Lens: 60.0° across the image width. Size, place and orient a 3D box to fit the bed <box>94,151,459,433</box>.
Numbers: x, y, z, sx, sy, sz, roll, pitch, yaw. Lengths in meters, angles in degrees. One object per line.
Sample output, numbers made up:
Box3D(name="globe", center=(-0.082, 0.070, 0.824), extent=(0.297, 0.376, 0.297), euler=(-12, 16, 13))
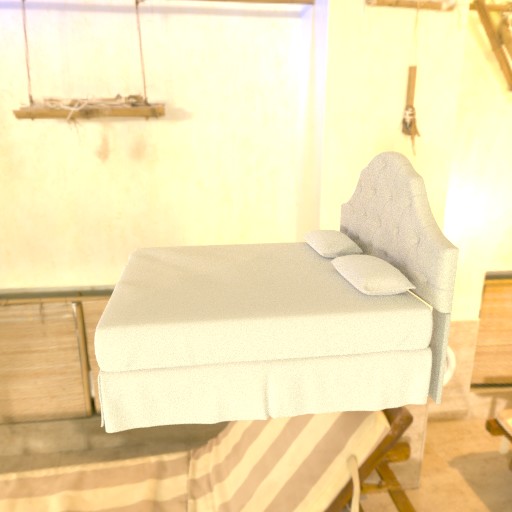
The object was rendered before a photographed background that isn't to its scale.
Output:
Box3D(name="bed", center=(0.000, 0.000, 3.531), extent=(2.214, 1.615, 2.008), euler=(-2, 15, -8))
